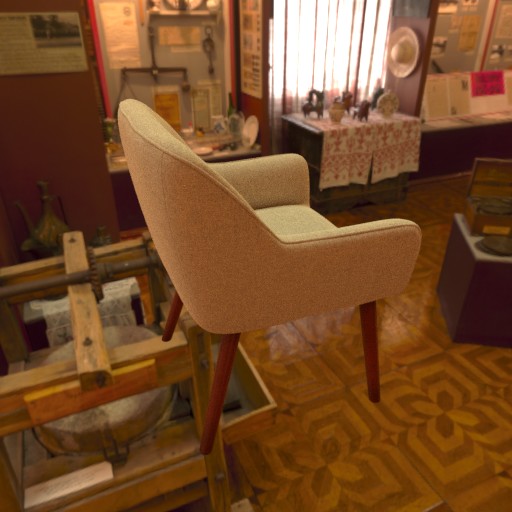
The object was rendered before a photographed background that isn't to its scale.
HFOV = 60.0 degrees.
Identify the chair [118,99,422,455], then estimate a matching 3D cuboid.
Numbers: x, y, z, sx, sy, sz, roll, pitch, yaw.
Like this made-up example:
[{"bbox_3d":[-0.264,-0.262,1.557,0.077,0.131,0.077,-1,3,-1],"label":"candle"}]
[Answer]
[{"bbox_3d":[0.000,0.000,1.236,0.610,0.813,0.610,-11,31,-19],"label":"chair"}]
